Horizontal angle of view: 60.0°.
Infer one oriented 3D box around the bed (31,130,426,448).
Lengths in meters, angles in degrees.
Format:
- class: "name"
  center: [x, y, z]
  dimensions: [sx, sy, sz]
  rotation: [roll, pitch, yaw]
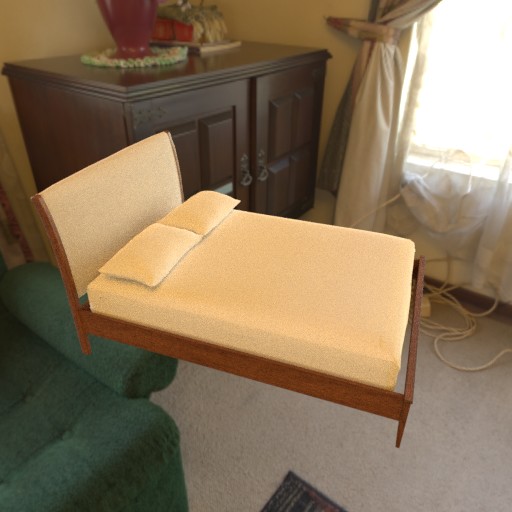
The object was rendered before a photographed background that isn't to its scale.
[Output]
- class: "bed"
  center: [0.000, 0.000, 3.255]
  dimensions: [2.380, 1.250, 1.612]
  rotation: [11, 33, 17]
